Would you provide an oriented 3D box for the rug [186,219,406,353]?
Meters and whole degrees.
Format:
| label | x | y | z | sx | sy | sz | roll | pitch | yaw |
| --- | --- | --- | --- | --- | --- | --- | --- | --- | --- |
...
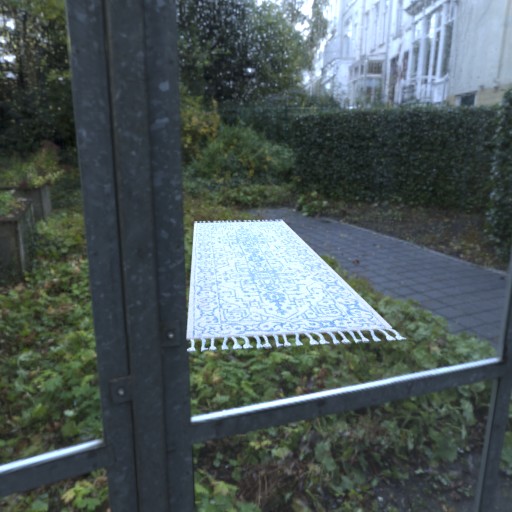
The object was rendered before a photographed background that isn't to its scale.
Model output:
| label | x | y | z | sx | sy | sz | roll | pitch | yaw |
| --- | --- | --- | --- | --- | --- | --- | --- | --- | --- |
| rug | 0.000 | 0.000 | 2.688 | 0.774 | 0.011 | 2.449 | -2 | 15 | -7 |
